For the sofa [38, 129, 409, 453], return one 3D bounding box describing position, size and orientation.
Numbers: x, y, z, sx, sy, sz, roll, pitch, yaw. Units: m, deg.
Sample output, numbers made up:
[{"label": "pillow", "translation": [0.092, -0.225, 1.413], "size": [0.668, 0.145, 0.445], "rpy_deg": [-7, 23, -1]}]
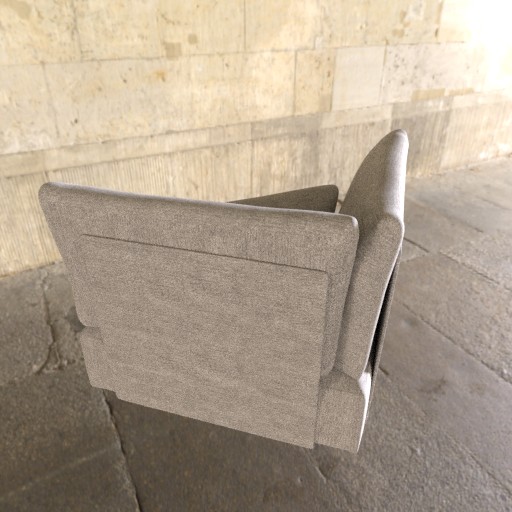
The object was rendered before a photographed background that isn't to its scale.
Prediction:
[{"label": "sofa", "translation": [0.000, 0.000, 1.698], "size": [1.000, 0.820, 1.000], "rpy_deg": [9, 31, 15]}]
